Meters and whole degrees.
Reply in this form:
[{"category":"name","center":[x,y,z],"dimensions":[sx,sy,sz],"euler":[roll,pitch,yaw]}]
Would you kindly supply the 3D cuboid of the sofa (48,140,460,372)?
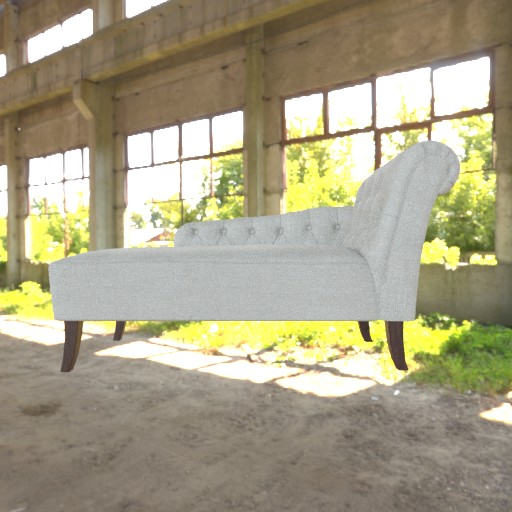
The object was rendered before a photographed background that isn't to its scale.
[{"category":"sofa","center":[0.000,0.000,1.790],"dimensions":[1.379,0.787,0.675],"euler":[0,0,1]}]
